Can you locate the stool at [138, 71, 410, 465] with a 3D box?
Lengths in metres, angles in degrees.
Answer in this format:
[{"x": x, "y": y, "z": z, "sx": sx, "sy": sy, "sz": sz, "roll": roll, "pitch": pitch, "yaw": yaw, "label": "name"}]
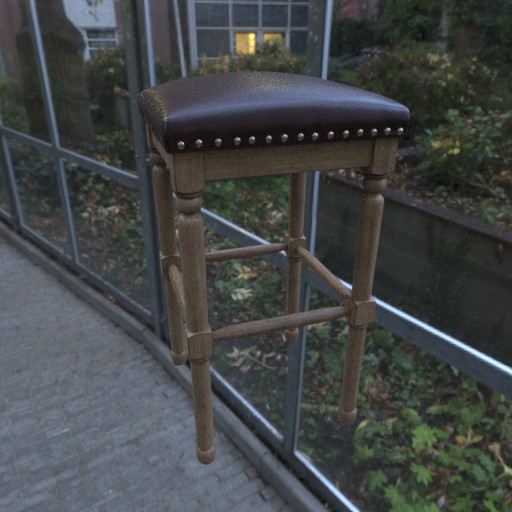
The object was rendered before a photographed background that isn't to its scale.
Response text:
[{"x": 0.000, "y": 0.000, "z": 0.914, "sx": 0.383, "sy": 0.702, "sz": 0.382, "roll": -8, "pitch": 27, "yaw": -17, "label": "stool"}]
